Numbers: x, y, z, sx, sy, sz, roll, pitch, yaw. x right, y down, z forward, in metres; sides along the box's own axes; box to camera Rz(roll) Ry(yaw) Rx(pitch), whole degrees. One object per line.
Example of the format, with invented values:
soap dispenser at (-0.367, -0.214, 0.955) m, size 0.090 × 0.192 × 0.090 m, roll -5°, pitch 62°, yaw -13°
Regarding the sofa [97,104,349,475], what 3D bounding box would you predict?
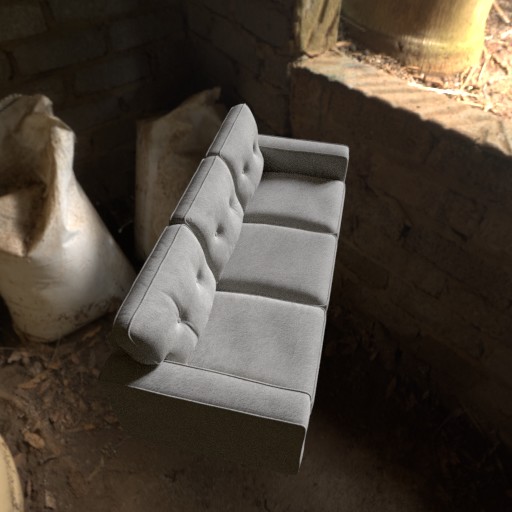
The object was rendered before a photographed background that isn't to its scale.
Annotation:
sofa at (0.000, 0.000, 2.666) m, size 0.939 × 0.965 × 2.133 m, roll 9°, pitch 47°, yaw 9°
